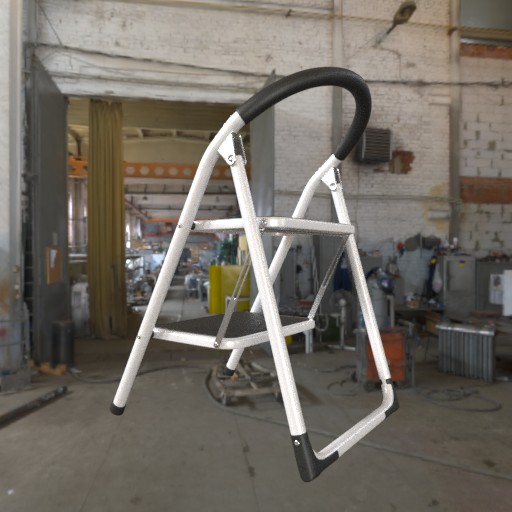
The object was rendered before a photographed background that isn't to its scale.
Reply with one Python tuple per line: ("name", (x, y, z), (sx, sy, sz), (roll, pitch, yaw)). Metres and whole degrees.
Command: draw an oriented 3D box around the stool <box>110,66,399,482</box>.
("stool", (0.000, 0.000, 1.076), (0.559, 0.760, 0.453), (0, 0, 36))
